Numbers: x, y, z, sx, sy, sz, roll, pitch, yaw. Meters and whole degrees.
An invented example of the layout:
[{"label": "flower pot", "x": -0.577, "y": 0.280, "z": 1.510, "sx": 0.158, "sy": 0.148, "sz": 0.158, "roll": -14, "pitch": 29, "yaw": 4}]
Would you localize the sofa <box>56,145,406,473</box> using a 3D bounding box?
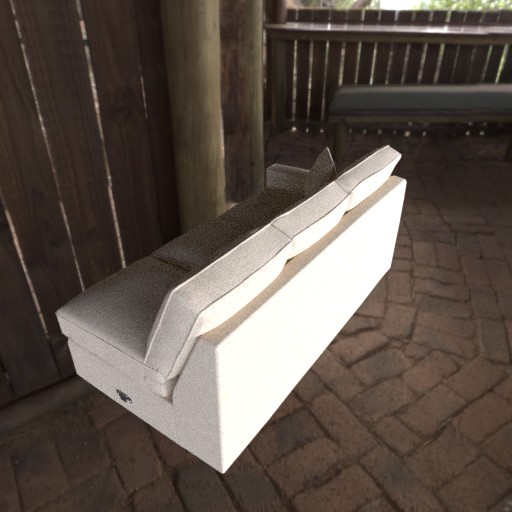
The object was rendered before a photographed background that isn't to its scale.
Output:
[{"label": "sofa", "x": 0.000, "y": 0.000, "z": 2.542, "sx": 1.034, "sy": 0.946, "sz": 1.962, "roll": 20, "pitch": 37, "yaw": 29}]
